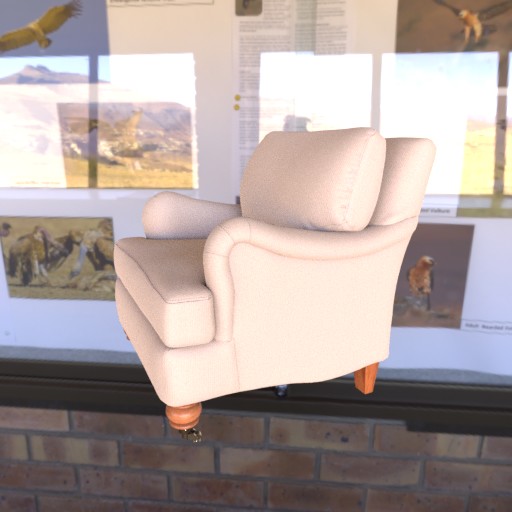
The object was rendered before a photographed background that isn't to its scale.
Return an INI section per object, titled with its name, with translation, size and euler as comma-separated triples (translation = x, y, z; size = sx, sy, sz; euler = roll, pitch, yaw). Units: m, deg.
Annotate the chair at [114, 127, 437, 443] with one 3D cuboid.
[chair]
translation = 0.000, 0.000, 1.877
size = 1.070, 1.038, 0.955
euler = -7, 16, -26
